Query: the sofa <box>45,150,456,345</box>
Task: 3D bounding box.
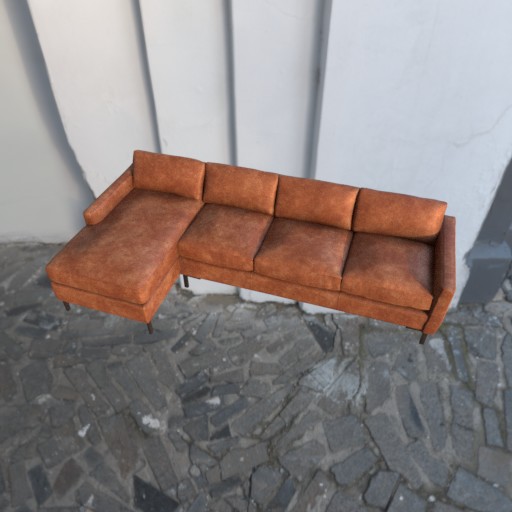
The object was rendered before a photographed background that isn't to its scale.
[{"bbox_3d":[0.000,0.000,3.612,2.993,0.859,1.471,12,43,13],"label":"sofa"}]
